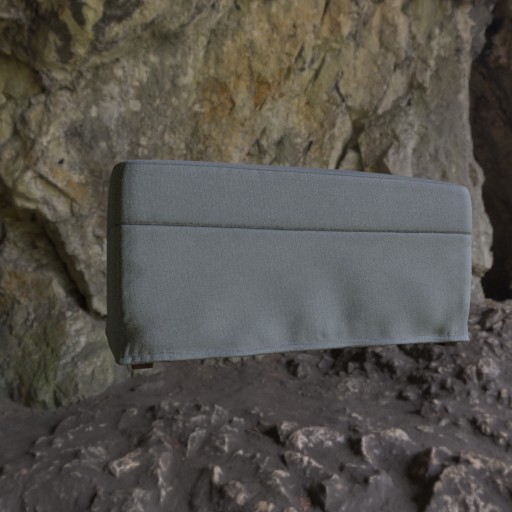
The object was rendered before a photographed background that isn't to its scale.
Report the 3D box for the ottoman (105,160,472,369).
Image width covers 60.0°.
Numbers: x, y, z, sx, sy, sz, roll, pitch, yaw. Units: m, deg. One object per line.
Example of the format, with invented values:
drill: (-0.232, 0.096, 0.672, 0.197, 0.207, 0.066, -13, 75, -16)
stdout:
ottoman: (0.000, 0.000, 1.310, 0.842, 0.441, 0.843, 0, -1, -19)
